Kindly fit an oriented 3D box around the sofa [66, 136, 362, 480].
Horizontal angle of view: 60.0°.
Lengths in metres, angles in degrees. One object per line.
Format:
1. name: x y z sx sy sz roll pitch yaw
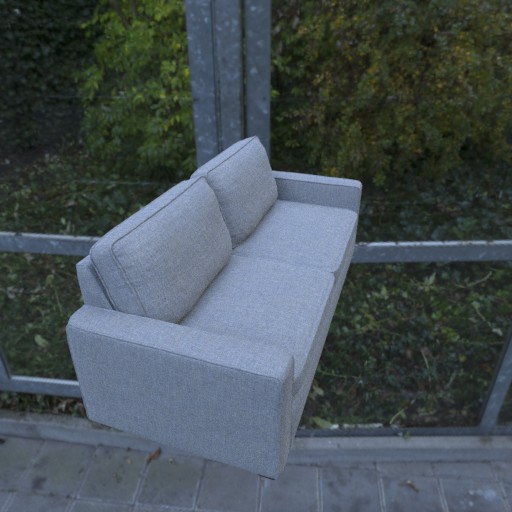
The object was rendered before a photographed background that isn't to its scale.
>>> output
1. sofa: 0.000 0.000 2.544 0.945 0.918 2.078 10 31 17
